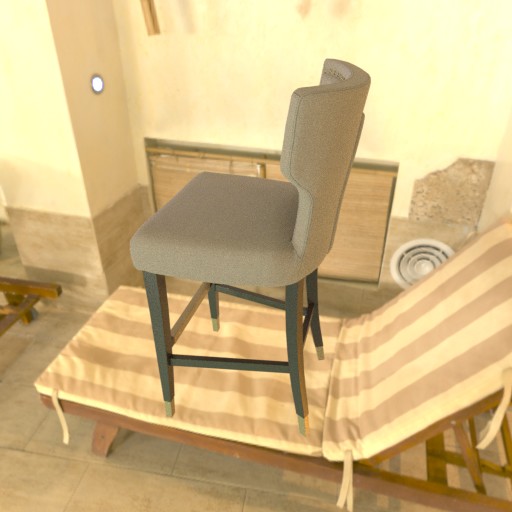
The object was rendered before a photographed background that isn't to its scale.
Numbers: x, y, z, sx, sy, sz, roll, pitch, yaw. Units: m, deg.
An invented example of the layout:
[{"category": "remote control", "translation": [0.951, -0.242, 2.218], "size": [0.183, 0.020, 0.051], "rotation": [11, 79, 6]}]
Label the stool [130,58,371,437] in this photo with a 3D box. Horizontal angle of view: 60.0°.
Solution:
[{"category": "stool", "translation": [0.000, 0.000, 1.383], "size": [0.563, 1.092, 0.526], "rotation": [8, 32, 13]}]
